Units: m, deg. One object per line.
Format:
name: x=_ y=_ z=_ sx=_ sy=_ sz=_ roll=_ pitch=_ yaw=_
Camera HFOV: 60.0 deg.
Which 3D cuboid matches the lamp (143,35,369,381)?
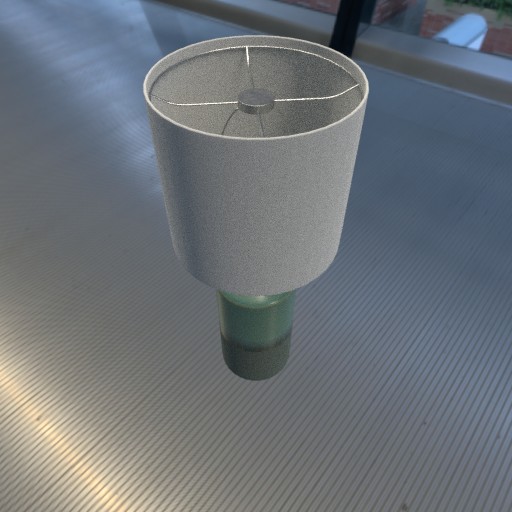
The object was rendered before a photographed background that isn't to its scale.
lamp: x=0.000 y=0.000 z=0.601 sx=0.212 sy=0.493 sz=0.212 roll=-4 pitch=47 yaw=-4
